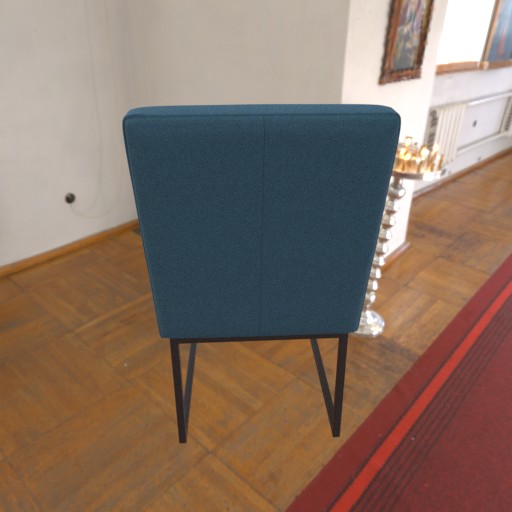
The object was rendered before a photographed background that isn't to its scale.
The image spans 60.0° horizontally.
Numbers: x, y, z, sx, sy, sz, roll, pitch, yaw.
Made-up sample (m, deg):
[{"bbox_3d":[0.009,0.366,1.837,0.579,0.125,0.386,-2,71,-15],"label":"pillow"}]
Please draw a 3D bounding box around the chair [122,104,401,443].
[{"bbox_3d":[0.000,0.000,1.273,0.520,0.930,0.634,-1,29,-2],"label":"chair"}]
